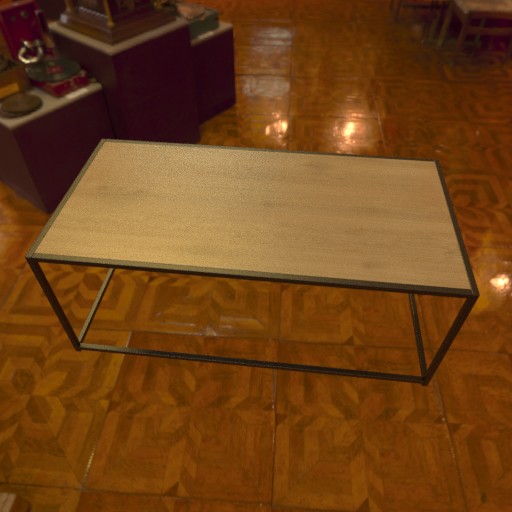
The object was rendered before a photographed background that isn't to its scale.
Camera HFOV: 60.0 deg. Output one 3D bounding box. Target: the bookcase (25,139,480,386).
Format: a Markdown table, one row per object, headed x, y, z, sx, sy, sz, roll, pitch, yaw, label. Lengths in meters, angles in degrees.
| x | y | z | sx | sy | sz | roll | pitch | yaw | label |
| --- | --- | --- | --- | --- | --- | --- | --- | --- | --- |
| 0.000 | 0.000 | 1.280 | 1.000 | 0.400 | 0.500 | 5 | 46 | 4 | bookcase |
